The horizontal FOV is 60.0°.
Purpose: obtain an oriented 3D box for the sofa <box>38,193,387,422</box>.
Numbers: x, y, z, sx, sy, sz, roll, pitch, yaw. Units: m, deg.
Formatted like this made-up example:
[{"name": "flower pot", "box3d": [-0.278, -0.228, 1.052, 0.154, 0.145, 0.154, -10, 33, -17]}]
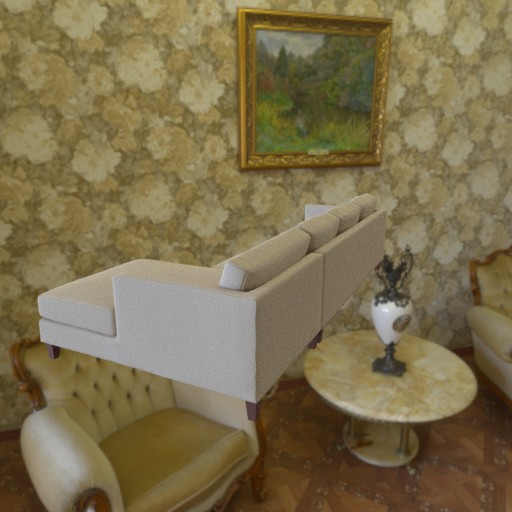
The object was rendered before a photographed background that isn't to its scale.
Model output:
[{"name": "sofa", "box3d": [0.000, 0.000, 3.882, 1.625, 0.861, 3.186, 7, 17, 26]}]
